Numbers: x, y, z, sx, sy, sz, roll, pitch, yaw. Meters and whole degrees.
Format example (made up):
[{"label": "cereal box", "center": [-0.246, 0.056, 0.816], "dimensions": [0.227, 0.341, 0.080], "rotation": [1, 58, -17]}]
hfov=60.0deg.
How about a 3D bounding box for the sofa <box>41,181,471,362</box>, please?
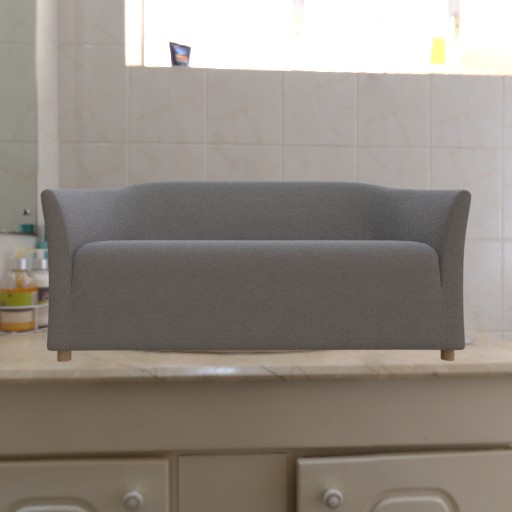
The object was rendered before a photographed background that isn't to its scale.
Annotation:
[{"label": "sofa", "center": [0.000, 0.000, 1.828], "dimensions": [1.452, 0.721, 0.705], "rotation": [0, 0, -1]}]
